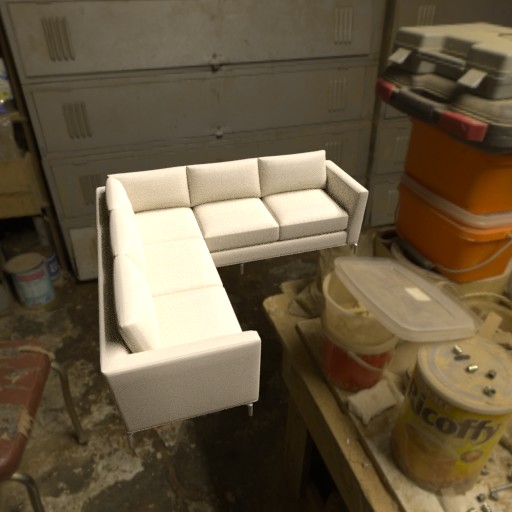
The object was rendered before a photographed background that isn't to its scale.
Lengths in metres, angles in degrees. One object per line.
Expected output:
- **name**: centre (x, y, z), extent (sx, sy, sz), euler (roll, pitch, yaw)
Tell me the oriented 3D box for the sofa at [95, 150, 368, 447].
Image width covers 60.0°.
- **sofa**: centre (0.000, 0.000, 3.678), extent (2.448, 0.867, 2.430), euler (-10, 34, -14)
